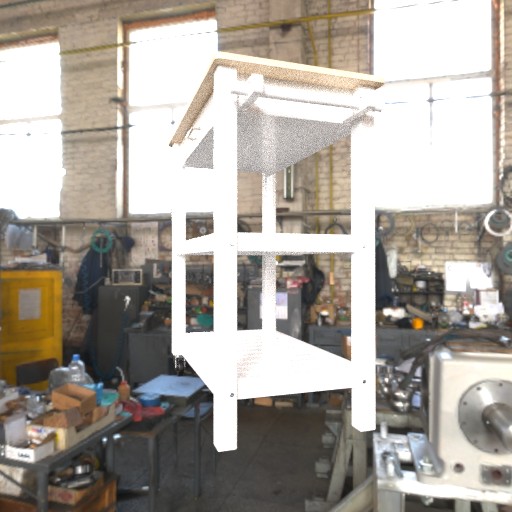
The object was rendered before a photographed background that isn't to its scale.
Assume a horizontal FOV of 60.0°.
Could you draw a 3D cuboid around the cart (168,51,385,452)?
[{"bbox_3d":[0.000,0.000,1.446,0.457,0.927,0.899,0,-1,-19],"label":"cart"}]
